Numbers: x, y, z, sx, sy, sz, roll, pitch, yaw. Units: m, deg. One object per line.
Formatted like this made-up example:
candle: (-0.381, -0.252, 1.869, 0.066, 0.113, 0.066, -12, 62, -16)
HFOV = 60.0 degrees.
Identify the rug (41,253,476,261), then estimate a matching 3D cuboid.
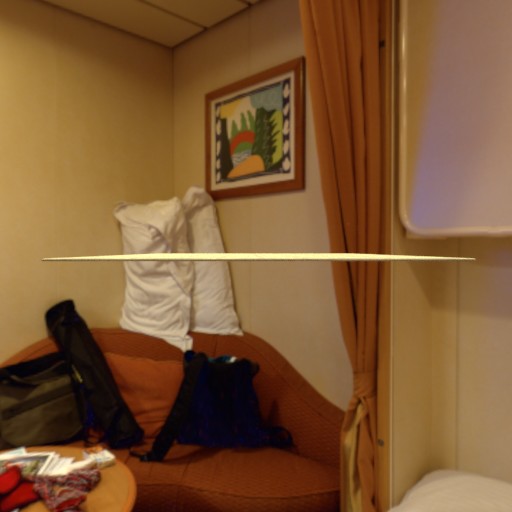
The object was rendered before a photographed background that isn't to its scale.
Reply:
rug: (0.000, 0.000, 3.770, 2.288, 0.018, 2.895, 0, 1, -1)
